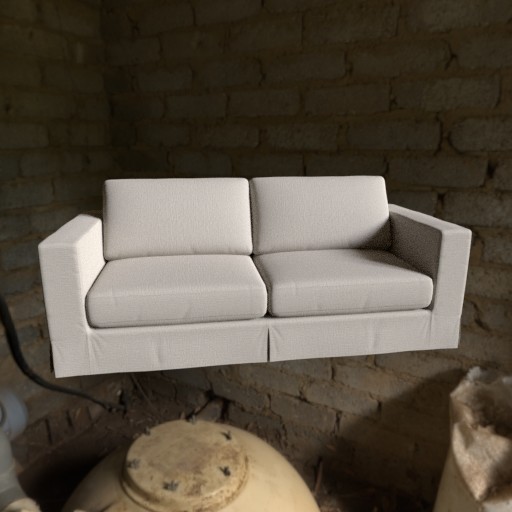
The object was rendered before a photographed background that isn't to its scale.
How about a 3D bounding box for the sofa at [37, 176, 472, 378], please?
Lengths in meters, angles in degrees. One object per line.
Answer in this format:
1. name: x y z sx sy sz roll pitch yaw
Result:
1. sofa: 0.000 0.000 2.632 2.163 0.881 0.954 -2 15 -8
